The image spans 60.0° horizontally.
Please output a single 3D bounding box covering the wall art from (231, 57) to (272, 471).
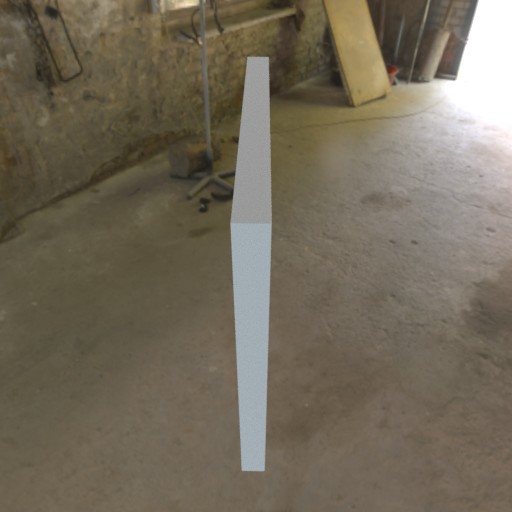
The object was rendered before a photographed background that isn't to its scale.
[{"bbox_3d":[0.000,0.000,1.948,0.098,1.291,1.289,1,40,1],"label":"wall art"}]
